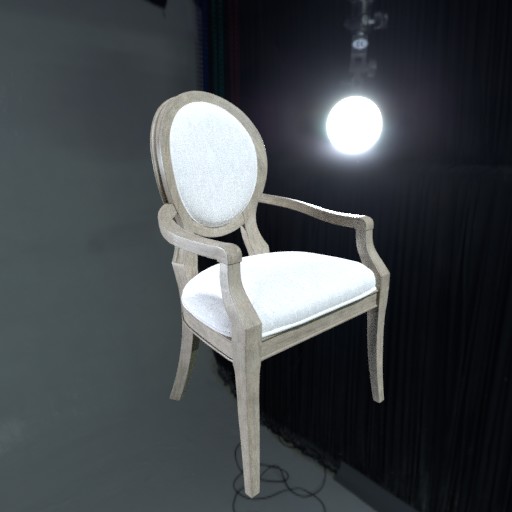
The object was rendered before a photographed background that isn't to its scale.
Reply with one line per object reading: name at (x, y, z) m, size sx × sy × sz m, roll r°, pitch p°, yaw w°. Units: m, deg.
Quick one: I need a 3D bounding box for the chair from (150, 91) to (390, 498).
chair at (0.000, 0.000, 1.361) m, size 0.611 × 0.991 × 0.602 m, roll -14°, pitch 20°, yaw -42°
